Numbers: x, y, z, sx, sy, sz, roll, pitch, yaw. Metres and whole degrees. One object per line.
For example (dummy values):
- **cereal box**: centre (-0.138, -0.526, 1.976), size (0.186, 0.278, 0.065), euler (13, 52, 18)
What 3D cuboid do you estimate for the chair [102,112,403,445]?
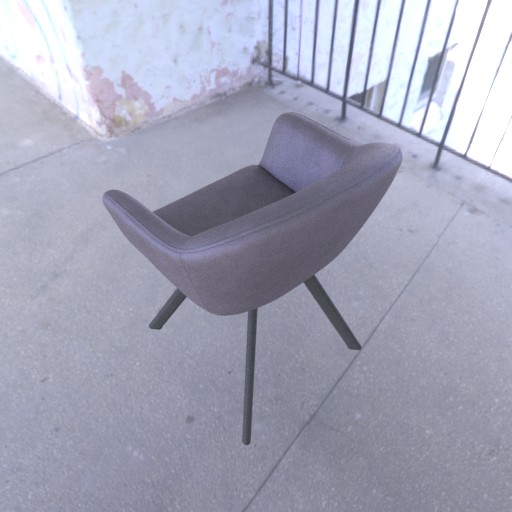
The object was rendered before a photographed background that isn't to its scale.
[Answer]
- **chair**: centre (0.000, 0.000, 1.150), size (0.567, 0.781, 0.544), euler (-31, 54, -26)
